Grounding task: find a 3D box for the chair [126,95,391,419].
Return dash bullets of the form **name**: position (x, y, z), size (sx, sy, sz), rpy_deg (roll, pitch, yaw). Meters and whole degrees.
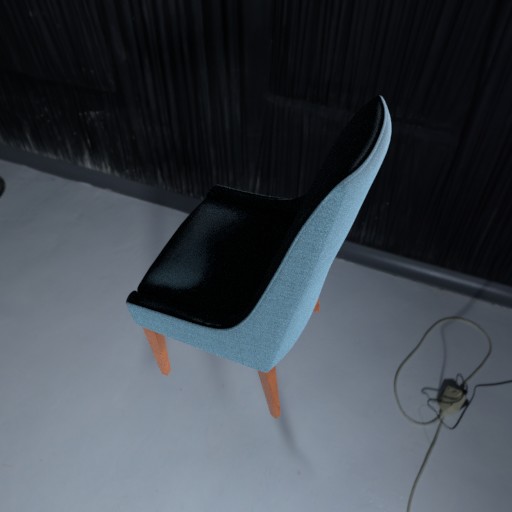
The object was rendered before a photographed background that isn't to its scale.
- **chair**: position (0.000, 0.000, 1.215), size (0.544, 0.861, 0.529), rpy_deg (17, 49, 15)
